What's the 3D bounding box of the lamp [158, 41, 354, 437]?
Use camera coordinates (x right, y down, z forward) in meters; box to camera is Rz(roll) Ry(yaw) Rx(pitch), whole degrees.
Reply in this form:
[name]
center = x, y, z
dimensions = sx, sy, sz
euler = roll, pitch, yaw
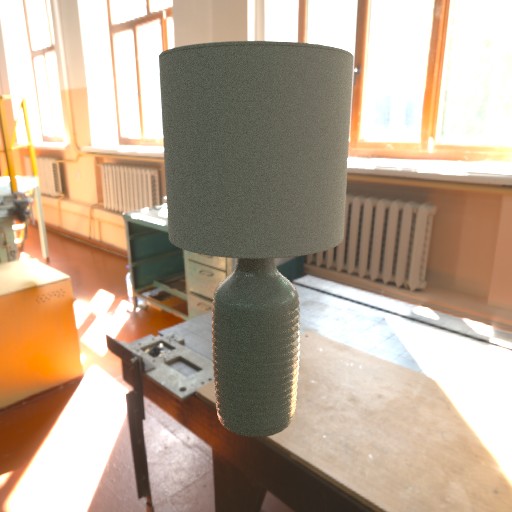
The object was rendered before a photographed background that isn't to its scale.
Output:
[lamp]
center = 0.000, 0.000, 0.578
dimensions = 0.220, 0.475, 0.220
euler = -3, 16, -10
